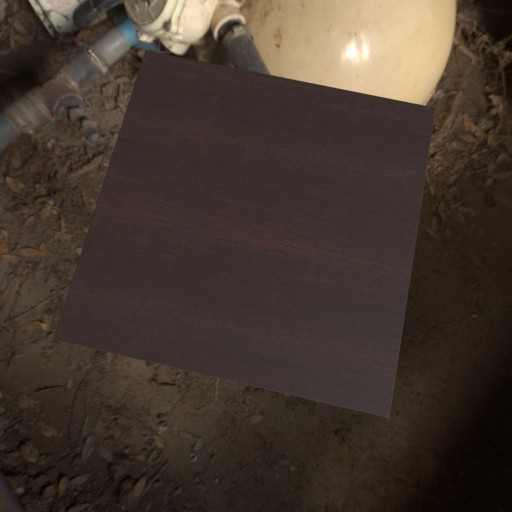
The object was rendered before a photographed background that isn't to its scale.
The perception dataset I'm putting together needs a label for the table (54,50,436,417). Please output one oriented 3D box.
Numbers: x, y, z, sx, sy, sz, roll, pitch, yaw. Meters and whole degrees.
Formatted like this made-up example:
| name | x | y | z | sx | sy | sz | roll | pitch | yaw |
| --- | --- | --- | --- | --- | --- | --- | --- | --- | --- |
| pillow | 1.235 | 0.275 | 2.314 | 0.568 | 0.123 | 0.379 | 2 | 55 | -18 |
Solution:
| name | x | y | z | sx | sy | sz | roll | pitch | yaw |
| --- | --- | --- | --- | --- | --- | --- | --- | --- | --- |
| table | 0.000 | 0.000 | 0.960 | 0.495 | 0.559 | 0.495 | 12 | 78 | 3 |
